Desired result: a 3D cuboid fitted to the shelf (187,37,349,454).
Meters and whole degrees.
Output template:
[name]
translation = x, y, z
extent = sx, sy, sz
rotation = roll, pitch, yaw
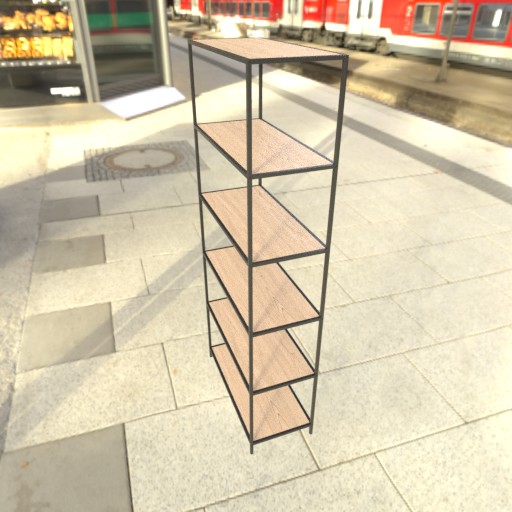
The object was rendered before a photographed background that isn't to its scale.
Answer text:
[shelf]
translation = 0.000, 0.000, 2.153
extent = 0.350, 1.850, 0.770
rotation = -11, 32, -18
